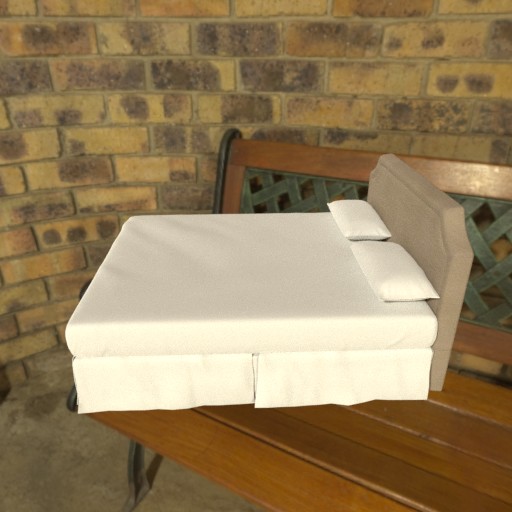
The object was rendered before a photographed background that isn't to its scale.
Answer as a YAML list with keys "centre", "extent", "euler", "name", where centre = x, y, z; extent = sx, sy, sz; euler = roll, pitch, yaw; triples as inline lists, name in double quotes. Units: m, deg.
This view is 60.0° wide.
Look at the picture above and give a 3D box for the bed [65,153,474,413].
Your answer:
- centre: [0.000, 0.000, 3.526]
  extent: [2.498, 1.293, 1.977]
  euler: [-1, 26, -2]
  name: "bed"
